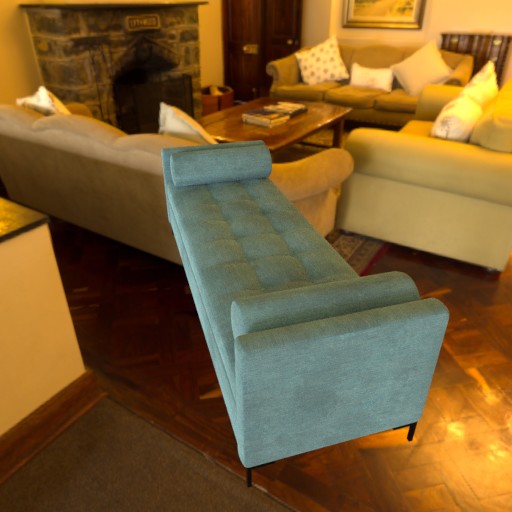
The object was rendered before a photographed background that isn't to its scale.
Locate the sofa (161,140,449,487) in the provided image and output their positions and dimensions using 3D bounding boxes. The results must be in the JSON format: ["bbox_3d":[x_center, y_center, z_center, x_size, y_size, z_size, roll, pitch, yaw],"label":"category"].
[{"bbox_3d":[0.000,0.000,2.259,0.686,0.635,1.981,-9,31,-14],"label":"sofa"}]
